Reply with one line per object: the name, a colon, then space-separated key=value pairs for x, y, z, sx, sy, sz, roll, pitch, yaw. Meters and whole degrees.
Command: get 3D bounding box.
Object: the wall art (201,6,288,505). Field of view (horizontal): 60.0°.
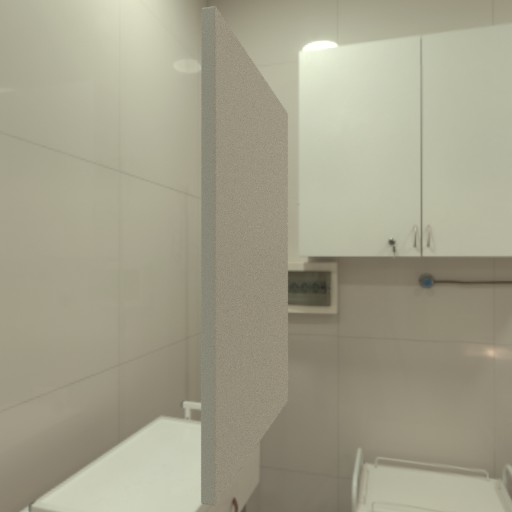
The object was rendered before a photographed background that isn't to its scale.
wall art: x=0.000 y=0.000 z=1.438 sx=0.038 sy=1.183 sz=0.808 roll=0 pitch=0 yaw=16
